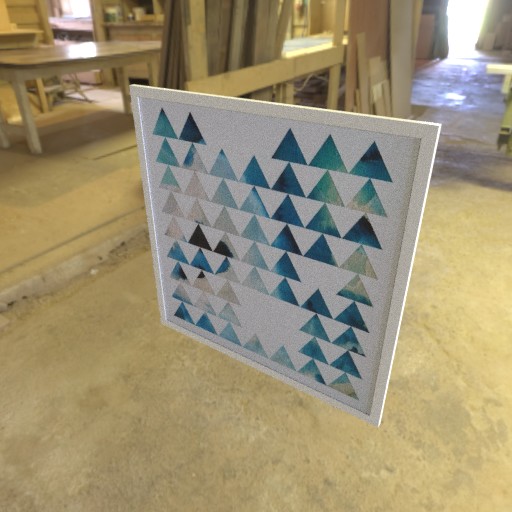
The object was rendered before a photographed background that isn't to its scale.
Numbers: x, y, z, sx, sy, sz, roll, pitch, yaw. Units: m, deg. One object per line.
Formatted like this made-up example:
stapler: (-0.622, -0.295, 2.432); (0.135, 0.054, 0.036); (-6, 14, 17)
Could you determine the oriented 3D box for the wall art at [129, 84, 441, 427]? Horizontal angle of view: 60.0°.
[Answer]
wall art: (0.000, 0.000, 0.830); (0.557, 0.557, 0.012); (18, 35, 29)
